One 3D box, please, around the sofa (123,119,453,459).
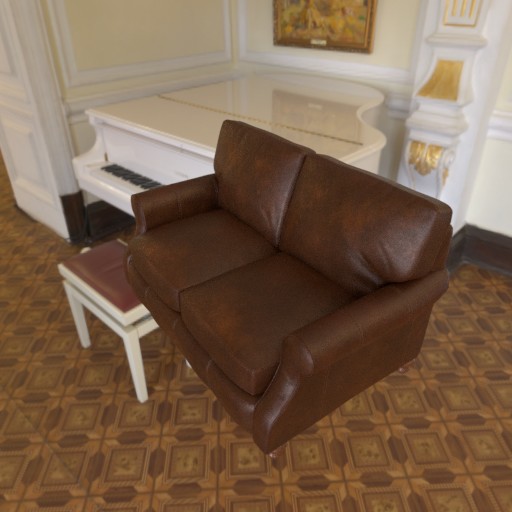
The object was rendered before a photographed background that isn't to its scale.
[{"bbox_3d":[0.000,0.000,2.230,0.990,0.976,1.616,-20,37,-29],"label":"sofa"}]
